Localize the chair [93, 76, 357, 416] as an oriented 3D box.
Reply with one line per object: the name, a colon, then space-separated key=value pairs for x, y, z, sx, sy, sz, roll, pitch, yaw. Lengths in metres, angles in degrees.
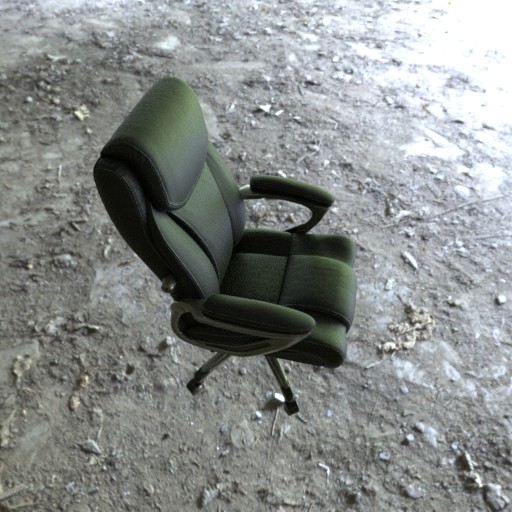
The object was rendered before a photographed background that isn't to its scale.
chair: x=0.000 y=0.000 z=1.649 sx=0.784 sy=1.167 sz=0.741 roll=9 pitch=48 yaw=8
